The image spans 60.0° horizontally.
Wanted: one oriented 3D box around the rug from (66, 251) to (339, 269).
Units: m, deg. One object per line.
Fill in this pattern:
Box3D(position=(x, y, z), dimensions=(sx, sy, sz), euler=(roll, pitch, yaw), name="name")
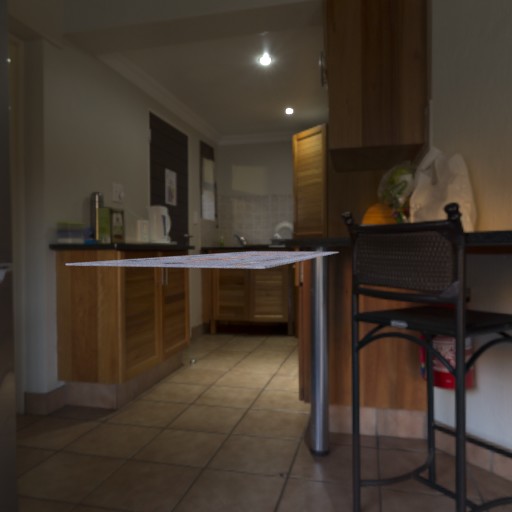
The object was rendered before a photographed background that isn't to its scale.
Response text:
Box3D(position=(0.000, 0.000, 2.699), dimensions=(0.766, 0.008, 2.432), euler=(0, 2, 16), name="rug")
